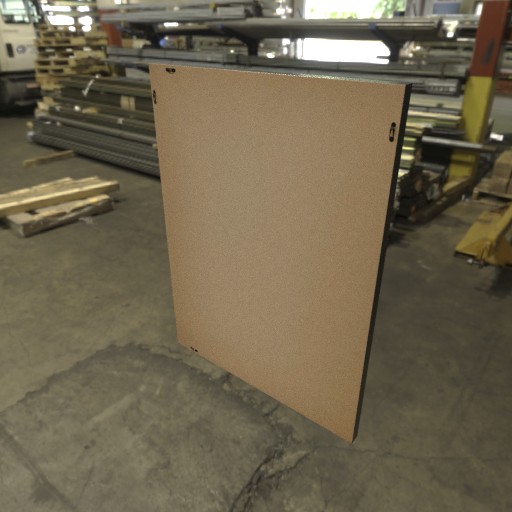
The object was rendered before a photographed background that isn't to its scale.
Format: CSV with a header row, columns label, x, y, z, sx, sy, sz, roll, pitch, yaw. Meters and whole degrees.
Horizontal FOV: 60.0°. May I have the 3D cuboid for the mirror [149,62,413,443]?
label,x,y,z,sx,sy,sz,roll,pitch,yaw
mirror,0.000,0.000,1.314,0.762,1.016,0.040,21,34,33
